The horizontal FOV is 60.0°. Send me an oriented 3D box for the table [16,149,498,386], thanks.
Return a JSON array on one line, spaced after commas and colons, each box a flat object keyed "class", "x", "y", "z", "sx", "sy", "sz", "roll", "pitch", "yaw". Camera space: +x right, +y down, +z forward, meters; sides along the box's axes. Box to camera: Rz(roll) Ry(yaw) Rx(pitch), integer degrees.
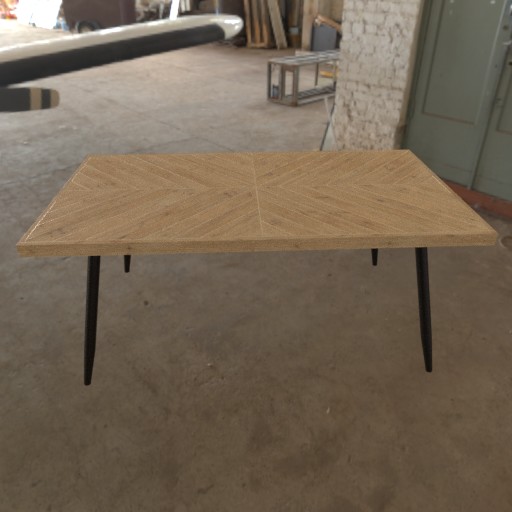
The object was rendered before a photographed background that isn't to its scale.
[{"class": "table", "x": 0.000, "y": 0.000, "z": 2.276, "sx": 1.803, "sy": 0.762, "sz": 0.991, "roll": -2, "pitch": 32, "yaw": -2}]
